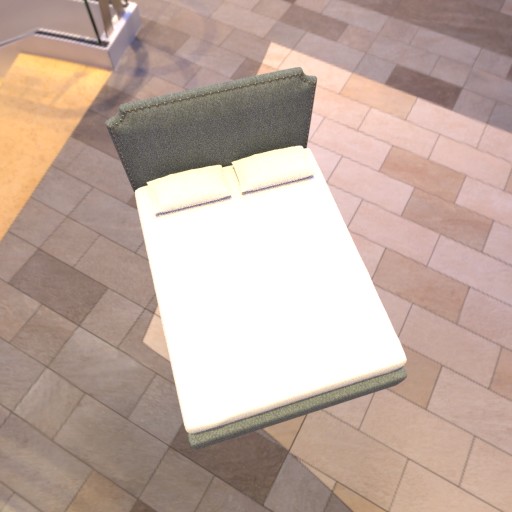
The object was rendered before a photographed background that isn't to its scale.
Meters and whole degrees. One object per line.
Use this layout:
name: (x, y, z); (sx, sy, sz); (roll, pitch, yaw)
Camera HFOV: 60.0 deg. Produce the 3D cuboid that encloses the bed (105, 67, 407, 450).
bed: (0.000, 0.000, 3.506); (1.712, 1.443, 2.372); (-15, 64, -8)
